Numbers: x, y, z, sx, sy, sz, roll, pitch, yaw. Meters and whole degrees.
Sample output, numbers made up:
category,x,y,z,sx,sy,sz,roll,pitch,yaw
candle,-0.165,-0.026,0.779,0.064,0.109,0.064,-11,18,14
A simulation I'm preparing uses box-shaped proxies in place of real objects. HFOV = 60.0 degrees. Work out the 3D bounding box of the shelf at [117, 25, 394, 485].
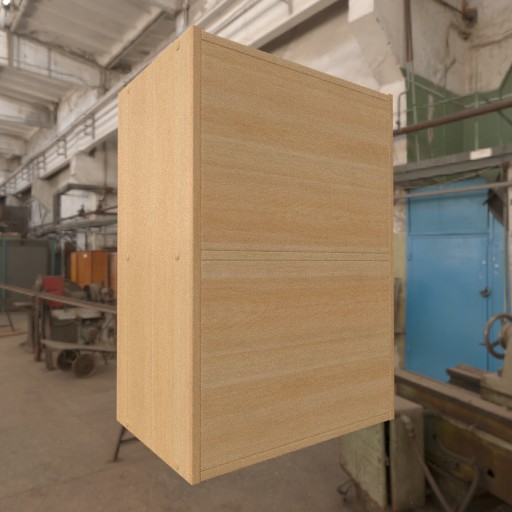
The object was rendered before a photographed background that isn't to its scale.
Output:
category,x,y,z,sx,sy,sz,roll,pitch,yaw
shelf,0.000,0.000,0.806,0.414,0.592,0.290,1,-1,-36
